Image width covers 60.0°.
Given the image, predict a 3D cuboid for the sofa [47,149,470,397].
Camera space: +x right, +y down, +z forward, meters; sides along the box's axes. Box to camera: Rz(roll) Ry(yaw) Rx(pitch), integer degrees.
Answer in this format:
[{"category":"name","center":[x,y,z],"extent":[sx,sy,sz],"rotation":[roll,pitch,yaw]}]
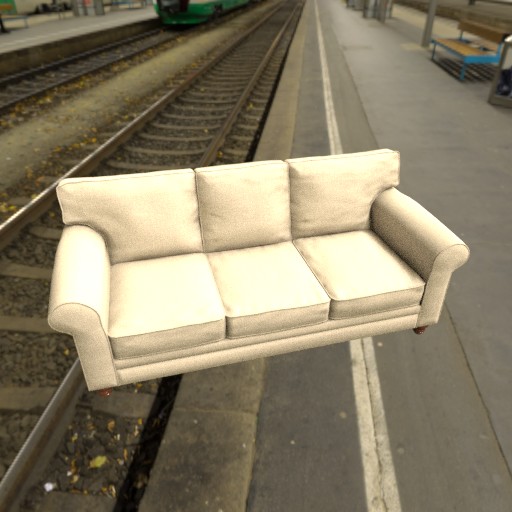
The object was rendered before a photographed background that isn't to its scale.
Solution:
[{"category":"sofa","center":[0.000,0.000,2.566],"extent":[2.118,0.889,0.998],"rotation":[-8,33,-13]}]
